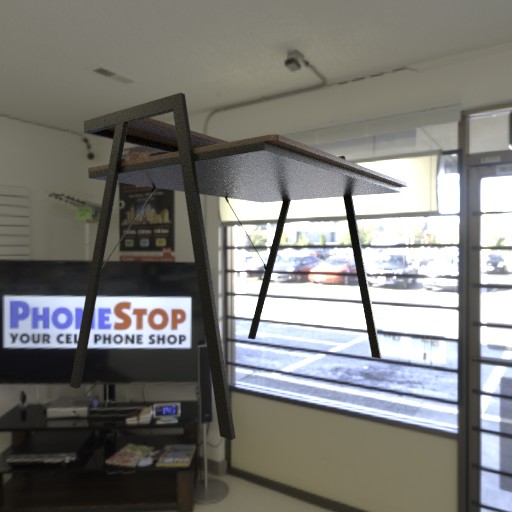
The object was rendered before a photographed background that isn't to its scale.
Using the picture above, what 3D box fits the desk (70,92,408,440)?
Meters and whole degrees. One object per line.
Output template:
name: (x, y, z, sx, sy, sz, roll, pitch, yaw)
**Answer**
desk: (0.000, 0.000, 1.879, 0.936, 0.998, 1.143, 1, 1, 36)
